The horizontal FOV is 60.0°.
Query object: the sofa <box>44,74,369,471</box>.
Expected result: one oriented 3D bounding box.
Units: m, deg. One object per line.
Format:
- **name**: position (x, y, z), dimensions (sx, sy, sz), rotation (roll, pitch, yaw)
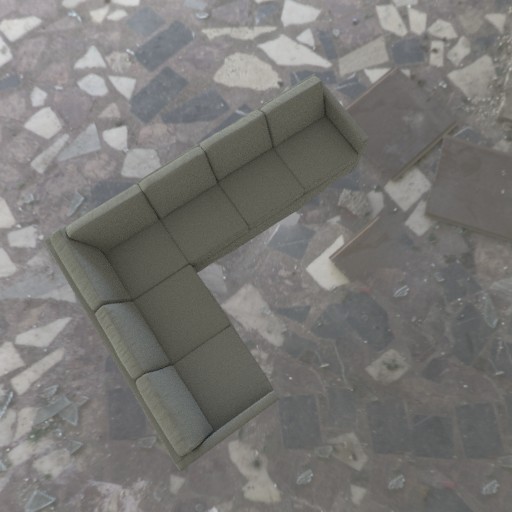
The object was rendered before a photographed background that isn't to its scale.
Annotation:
- **sofa**: position (0.000, 0.000, 4.344), dimensions (3.182, 0.871, 2.432), rotation (-34, 78, -8)
